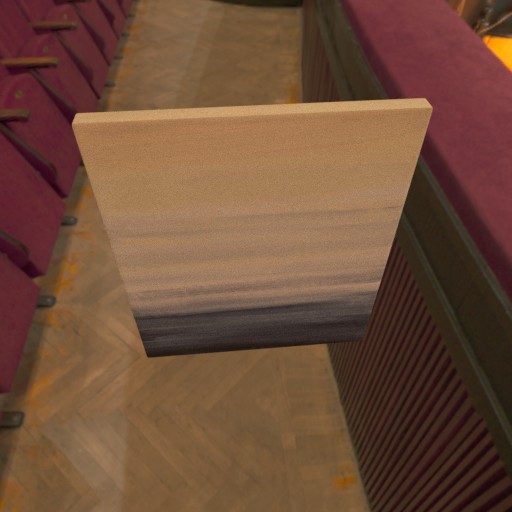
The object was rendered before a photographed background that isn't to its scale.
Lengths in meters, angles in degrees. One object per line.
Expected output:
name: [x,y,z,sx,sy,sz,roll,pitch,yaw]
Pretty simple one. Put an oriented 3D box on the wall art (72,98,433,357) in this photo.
wall art: [0.000,0.000,1.006,0.608,0.710,0.041,-4,46,-4]
